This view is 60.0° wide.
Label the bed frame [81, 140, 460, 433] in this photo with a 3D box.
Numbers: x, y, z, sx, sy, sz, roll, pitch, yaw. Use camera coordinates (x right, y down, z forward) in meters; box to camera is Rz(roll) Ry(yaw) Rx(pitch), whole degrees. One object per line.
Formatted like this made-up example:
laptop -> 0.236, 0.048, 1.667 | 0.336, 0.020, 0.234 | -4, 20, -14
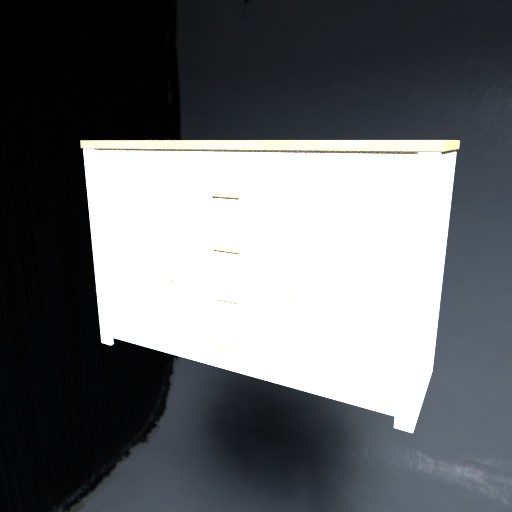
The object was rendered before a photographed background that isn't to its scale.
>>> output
bed frame -> 0.000, 0.000, 1.688 | 1.300, 0.850, 0.430 | 8, 16, 27
